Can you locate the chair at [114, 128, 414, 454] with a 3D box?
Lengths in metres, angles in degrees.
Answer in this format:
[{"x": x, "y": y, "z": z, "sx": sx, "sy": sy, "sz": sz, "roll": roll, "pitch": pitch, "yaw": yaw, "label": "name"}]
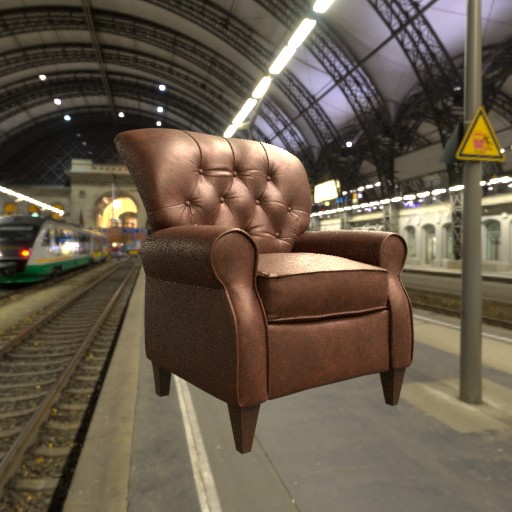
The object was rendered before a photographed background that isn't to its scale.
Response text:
[{"x": 0.000, "y": 0.000, "z": 1.892, "sx": 0.979, "sy": 1.162, "sz": 1.031, "roll": -1, "pitch": 1, "yaw": -35, "label": "chair"}]
